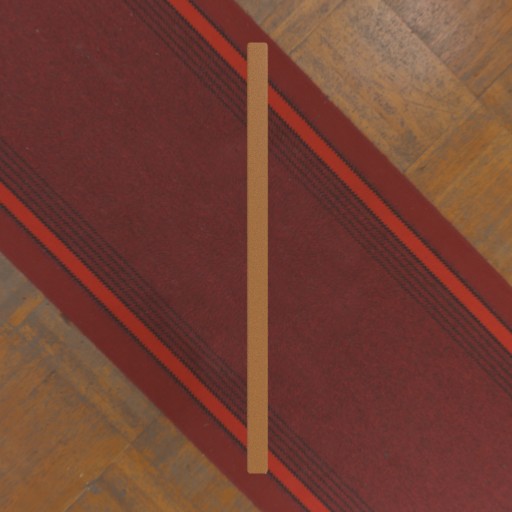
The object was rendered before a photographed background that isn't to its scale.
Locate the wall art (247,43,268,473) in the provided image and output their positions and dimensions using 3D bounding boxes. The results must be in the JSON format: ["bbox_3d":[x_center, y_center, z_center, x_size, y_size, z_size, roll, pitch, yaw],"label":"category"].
[{"bbox_3d":[0.000,0.000,0.741,0.022,0.553,0.452,0,91,0],"label":"wall art"}]
